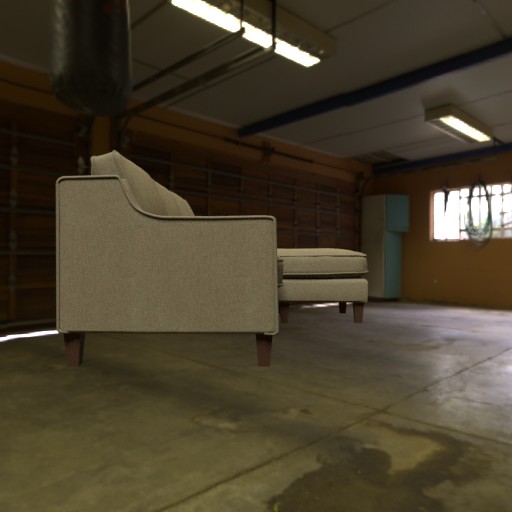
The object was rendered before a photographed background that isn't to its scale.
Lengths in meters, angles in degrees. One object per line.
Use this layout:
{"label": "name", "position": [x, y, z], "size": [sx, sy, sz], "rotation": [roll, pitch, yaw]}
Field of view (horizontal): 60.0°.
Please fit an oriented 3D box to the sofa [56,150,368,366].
{"label": "sofa", "position": [0.000, 0.000, 3.219], "size": [1.858, 1.081, 2.317], "rotation": [0, -1, 0]}
